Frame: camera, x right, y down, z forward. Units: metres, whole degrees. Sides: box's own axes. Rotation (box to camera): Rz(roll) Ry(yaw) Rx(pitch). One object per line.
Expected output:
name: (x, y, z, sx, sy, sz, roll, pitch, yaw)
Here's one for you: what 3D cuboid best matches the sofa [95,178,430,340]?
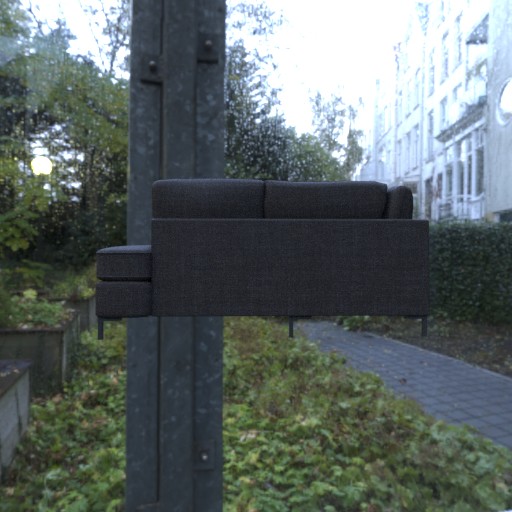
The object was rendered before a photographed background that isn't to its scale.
sofa: (0.000, 0.000, 4.378, 2.048, 0.999, 3.423, 0, 0, -2)
